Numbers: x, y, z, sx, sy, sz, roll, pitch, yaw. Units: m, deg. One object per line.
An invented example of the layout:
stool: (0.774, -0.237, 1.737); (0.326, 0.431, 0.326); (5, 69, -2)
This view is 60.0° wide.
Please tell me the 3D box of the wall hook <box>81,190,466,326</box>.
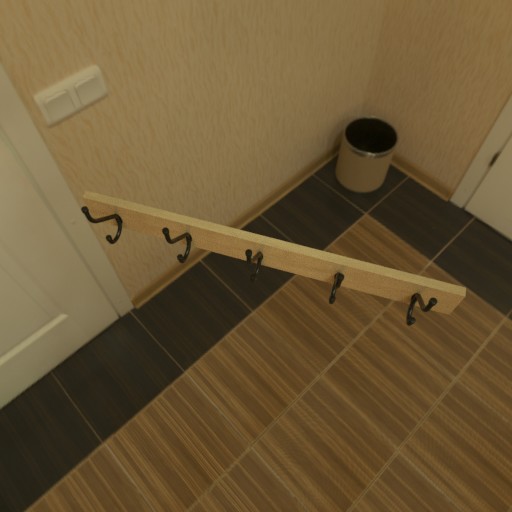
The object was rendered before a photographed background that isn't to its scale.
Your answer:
wall hook: (0.000, 0.000, 0.626); (0.571, 0.117, 0.071); (15, 60, 9)
